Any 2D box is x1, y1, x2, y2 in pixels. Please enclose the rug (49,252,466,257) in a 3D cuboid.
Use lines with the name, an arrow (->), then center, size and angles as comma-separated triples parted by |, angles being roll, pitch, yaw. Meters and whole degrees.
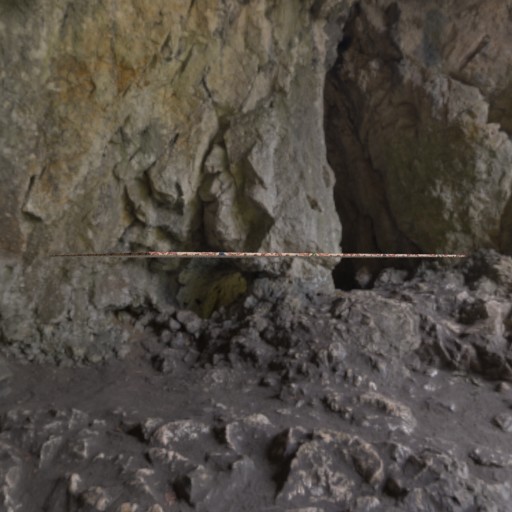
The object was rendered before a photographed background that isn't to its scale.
rug -> 0.000, 0.000, 4.287 | 3.215, 0.020, 2.446 | 0, 0, -36
